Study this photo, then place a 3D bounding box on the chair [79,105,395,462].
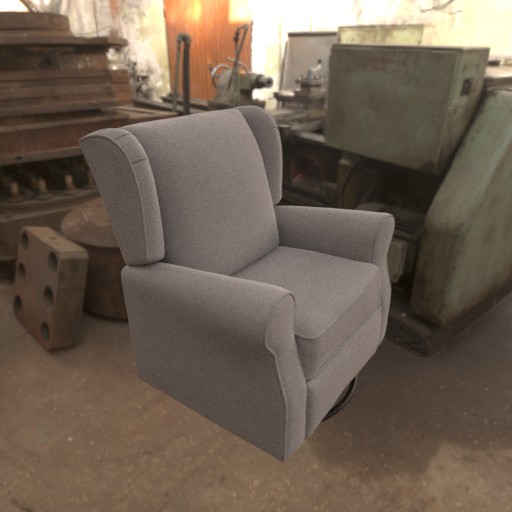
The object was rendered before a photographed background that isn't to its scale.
[{"bbox_3d":[0.000,0.000,1.659,0.854,0.966,0.906,18,31,32],"label":"chair"}]
